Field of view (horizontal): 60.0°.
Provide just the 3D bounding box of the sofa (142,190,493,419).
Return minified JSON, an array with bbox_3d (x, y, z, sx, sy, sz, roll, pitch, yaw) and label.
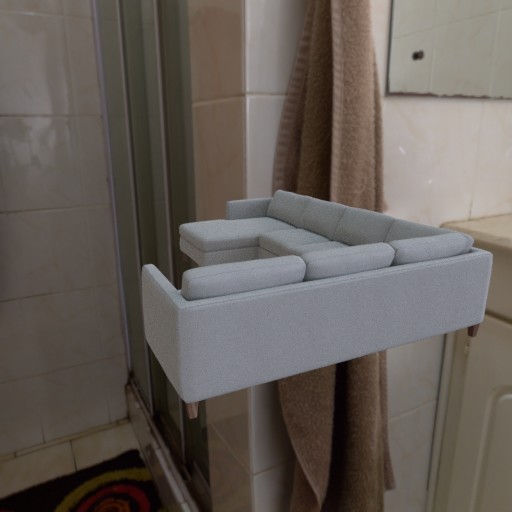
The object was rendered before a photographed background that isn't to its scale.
[{"bbox_3d":[0.000,0.000,4.319,2.551,0.853,3.238,-8,18,-25],"label":"sofa"}]
